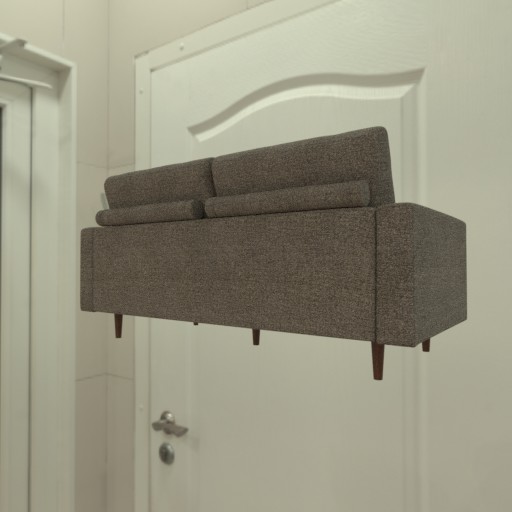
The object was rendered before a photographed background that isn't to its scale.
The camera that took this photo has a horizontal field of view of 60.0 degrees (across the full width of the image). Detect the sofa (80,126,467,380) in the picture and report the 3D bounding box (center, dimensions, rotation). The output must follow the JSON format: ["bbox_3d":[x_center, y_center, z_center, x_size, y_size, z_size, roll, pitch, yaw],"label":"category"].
[{"bbox_3d":[0.000,0.000,2.254,1.821,0.902,0.863,-1,-1,36],"label":"sofa"}]
